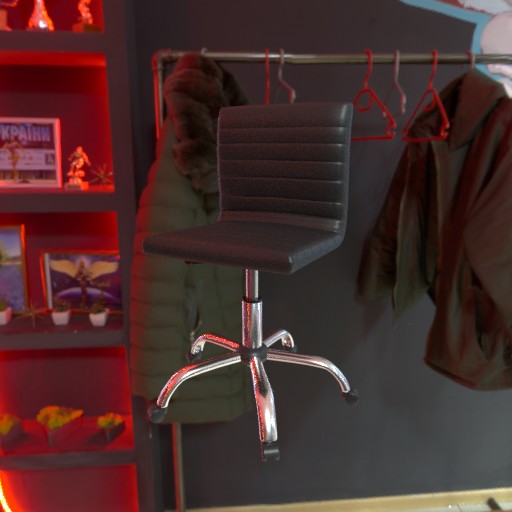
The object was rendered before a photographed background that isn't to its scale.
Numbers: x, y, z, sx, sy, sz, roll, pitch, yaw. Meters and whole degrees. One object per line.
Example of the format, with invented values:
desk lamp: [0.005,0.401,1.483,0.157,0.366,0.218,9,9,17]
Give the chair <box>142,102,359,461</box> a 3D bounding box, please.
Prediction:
chair: [0.000,0.000,1.160,0.556,0.780,0.530,7,16,27]
